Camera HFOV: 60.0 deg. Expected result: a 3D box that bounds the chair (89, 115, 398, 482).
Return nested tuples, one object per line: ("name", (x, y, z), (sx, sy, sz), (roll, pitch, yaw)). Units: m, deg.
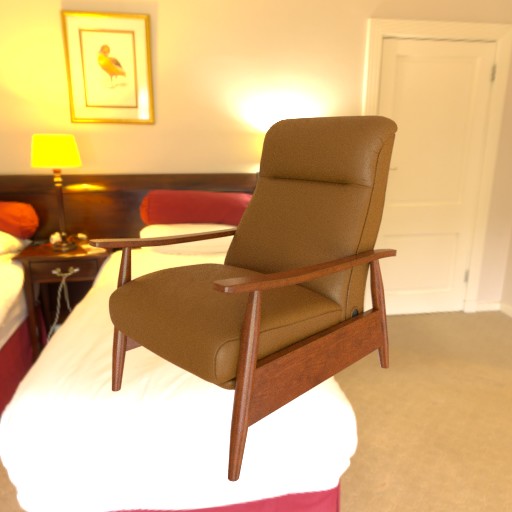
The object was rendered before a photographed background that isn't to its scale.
("chair", (0.000, 0.000, 1.762), (0.762, 1.082, 1.014), (14, 21, 42))
